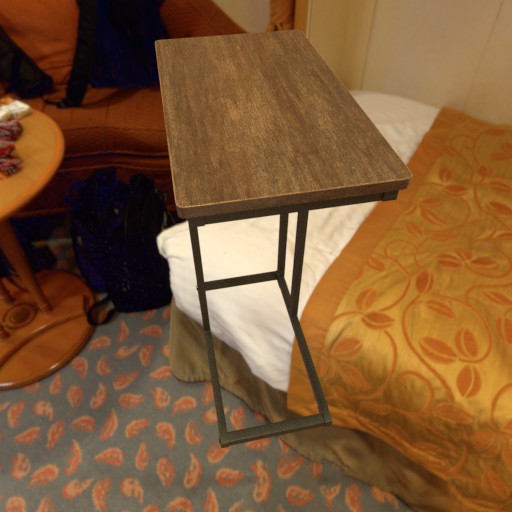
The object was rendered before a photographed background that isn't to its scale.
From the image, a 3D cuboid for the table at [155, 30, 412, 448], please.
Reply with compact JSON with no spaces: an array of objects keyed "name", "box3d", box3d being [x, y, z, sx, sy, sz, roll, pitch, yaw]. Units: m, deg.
[{"name":"table","box3d":[0.000,0.000,0.835,0.254,0.637,0.450,-8,46,-8]}]
